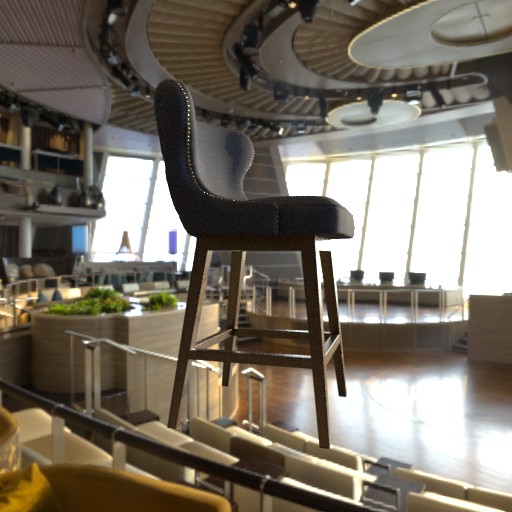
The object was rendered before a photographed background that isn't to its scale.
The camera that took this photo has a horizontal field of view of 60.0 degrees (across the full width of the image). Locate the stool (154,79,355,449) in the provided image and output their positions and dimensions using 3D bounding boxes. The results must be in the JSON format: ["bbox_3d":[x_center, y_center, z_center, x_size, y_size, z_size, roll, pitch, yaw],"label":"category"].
[{"bbox_3d":[0.000,0.000,1.408,0.597,0.972,0.615,0,0,17],"label":"stool"}]
